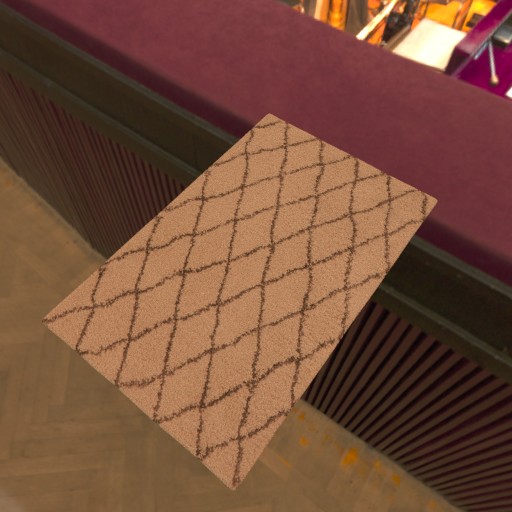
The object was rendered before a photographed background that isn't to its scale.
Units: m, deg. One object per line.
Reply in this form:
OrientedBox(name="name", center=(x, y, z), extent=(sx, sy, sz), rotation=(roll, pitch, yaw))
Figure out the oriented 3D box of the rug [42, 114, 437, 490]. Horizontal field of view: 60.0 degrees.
OrientedBox(name="rug", center=(0.000, 0.000, 3.457), extent=(1.778, 0.030, 2.743), rotation=(33, 64, 19))
